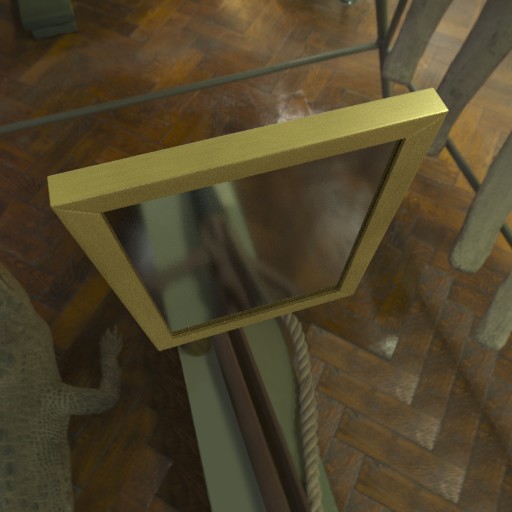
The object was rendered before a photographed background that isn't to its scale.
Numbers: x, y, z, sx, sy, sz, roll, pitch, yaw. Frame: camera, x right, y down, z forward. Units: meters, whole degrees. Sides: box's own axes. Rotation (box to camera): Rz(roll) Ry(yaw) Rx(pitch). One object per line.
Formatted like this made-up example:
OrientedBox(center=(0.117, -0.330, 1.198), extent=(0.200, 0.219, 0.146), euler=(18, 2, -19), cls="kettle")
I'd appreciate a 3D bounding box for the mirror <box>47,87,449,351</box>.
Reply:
OrientedBox(center=(0.000, 0.000, 0.667), extent=(0.405, 0.508, 0.041), euler=(-15, 64, -8), cls="mirror")
